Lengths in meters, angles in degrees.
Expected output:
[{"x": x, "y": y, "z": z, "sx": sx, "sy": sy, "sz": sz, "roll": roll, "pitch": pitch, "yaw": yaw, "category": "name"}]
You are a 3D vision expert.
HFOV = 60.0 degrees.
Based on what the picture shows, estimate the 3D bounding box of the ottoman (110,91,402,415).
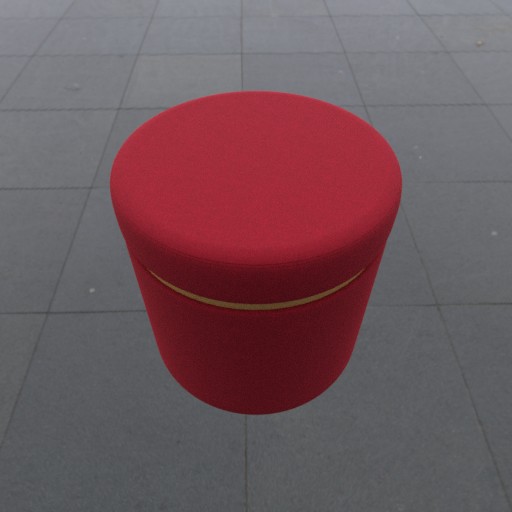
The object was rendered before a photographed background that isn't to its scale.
[{"x": 0.000, "y": 0.000, "z": 0.753, "sx": 0.400, "sy": 0.406, "sz": 0.400, "roll": 0, "pitch": 47, "yaw": 0, "category": "ottoman"}]
